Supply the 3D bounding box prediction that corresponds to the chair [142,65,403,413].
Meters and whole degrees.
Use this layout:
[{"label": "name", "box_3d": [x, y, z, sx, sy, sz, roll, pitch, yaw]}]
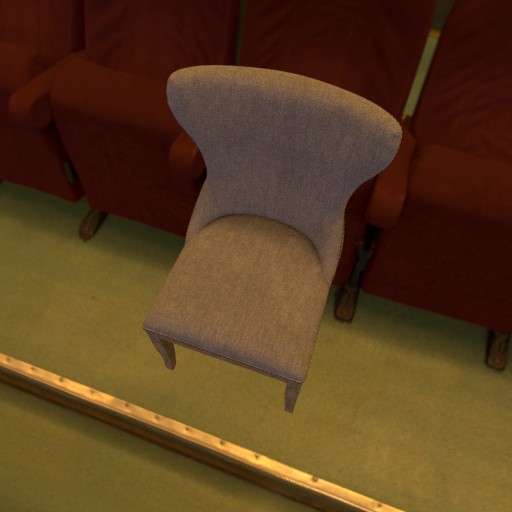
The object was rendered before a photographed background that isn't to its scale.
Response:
[{"label": "chair", "box_3d": [0.000, 0.000, 1.480, 0.654, 1.002, 0.681, 17, 61, 10]}]
